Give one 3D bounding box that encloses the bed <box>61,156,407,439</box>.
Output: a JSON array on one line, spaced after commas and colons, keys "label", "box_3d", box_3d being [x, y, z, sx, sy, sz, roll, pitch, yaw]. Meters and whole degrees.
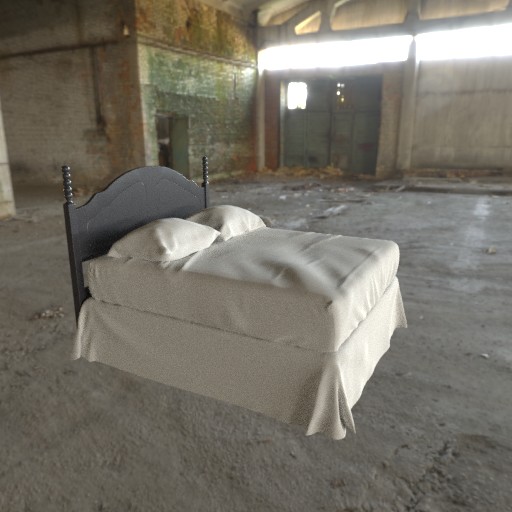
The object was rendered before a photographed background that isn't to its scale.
[{"label": "bed", "box_3d": [0.000, 0.000, 3.305, 2.040, 1.356, 1.873, 8, 17, 27]}]
